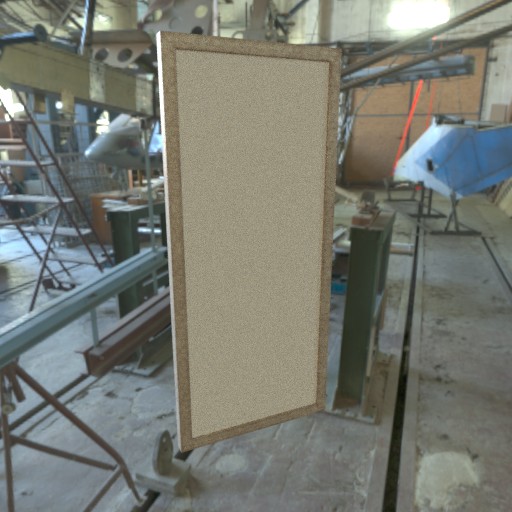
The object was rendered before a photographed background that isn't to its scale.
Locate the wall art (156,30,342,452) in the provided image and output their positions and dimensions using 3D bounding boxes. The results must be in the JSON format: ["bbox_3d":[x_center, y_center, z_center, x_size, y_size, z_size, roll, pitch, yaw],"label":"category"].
[{"bbox_3d":[0.000,0.000,1.649,0.648,1.461,0.051,-7,16,-24],"label":"wall art"}]
